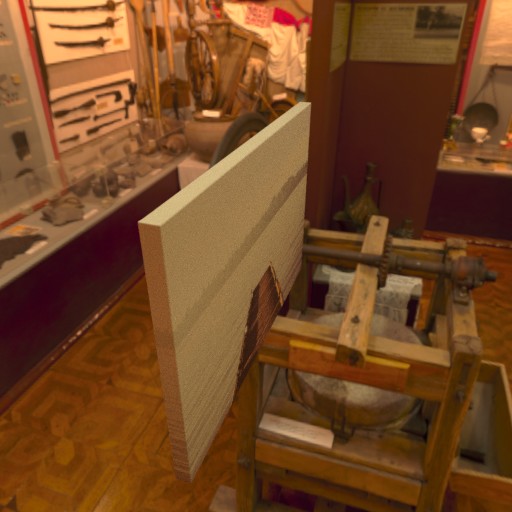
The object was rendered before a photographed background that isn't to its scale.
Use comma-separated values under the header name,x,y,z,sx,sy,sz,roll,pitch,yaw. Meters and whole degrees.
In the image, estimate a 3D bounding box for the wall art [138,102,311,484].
name,x,y,z,sx,sy,sz,roll,pitch,yaw
wall art,0.000,0.000,1.162,0.037,0.609,0.916,10,32,17
